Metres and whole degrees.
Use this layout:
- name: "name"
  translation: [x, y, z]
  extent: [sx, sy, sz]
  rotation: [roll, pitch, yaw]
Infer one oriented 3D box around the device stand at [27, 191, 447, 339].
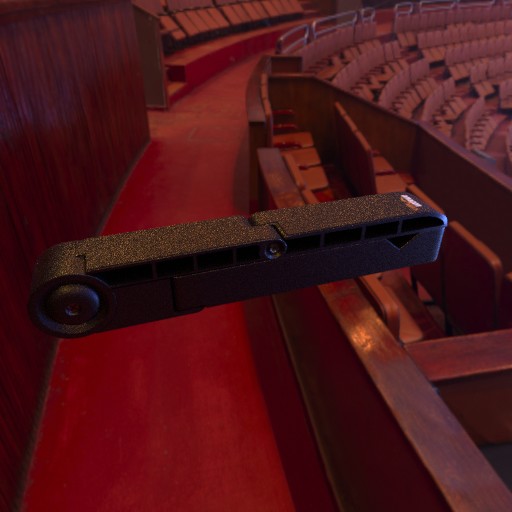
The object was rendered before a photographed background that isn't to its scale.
- name: "device stand"
  translation: [0.000, 0.000, 0.192]
  extent: [0.179, 0.030, 0.026]
  rotation: [-10, 34, -16]
